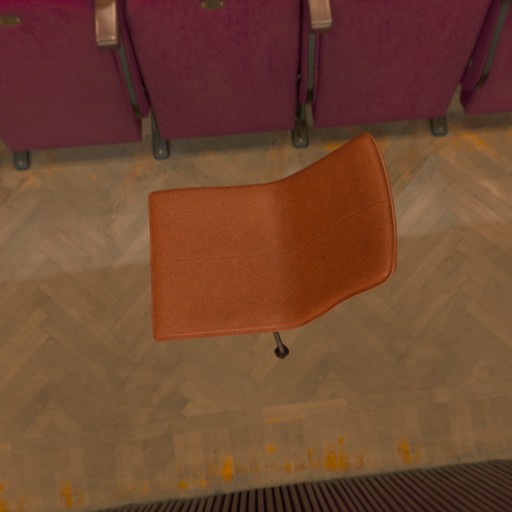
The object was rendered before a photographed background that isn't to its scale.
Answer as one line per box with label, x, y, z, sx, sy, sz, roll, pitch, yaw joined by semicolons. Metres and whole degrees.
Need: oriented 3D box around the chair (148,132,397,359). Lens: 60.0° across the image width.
chair;0.000;0.000;1.397;0.660;0.920;0.651;-5;77;-1
